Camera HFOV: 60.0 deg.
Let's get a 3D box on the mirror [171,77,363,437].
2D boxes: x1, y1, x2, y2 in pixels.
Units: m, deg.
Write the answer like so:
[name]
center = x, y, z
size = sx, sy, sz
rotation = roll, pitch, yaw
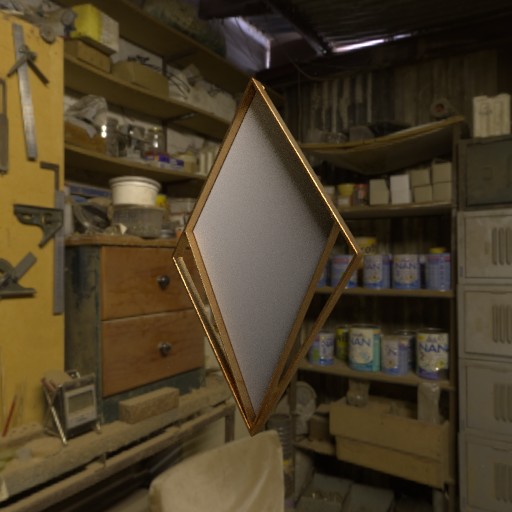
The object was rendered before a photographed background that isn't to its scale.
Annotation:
[mirror]
center = 0.000, 0.000, 0.850
size = 0.419, 0.679, 0.032
rotation = -1, -1, 34
